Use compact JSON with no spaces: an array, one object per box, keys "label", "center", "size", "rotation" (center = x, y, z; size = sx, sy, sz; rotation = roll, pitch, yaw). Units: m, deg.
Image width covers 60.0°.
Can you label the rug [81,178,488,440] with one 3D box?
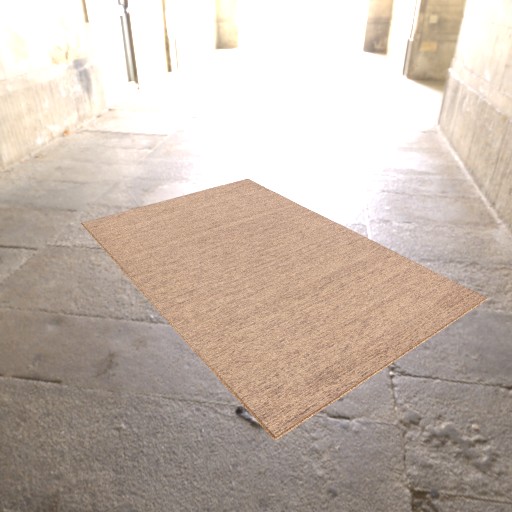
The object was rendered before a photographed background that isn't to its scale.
[{"label":"rug","center":[0.000,0.000,2.310],"size":[1.225,0.013,1.840],"rotation":[-21,37,-31]}]
